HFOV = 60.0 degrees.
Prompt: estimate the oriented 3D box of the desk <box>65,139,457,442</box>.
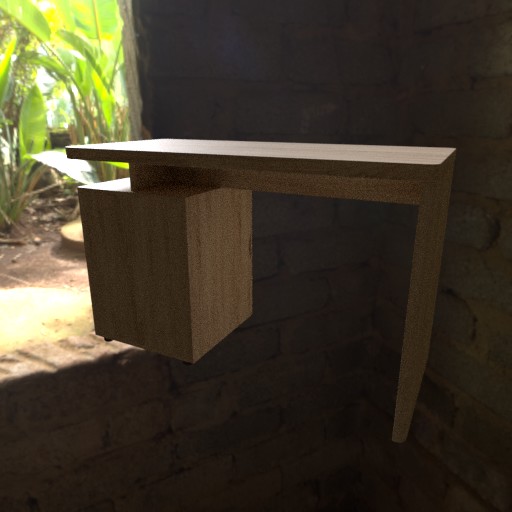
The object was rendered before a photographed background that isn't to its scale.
[{"bbox_3d":[0.000,0.000,1.594,1.200,0.760,0.550,9,20,26],"label":"desk"}]
